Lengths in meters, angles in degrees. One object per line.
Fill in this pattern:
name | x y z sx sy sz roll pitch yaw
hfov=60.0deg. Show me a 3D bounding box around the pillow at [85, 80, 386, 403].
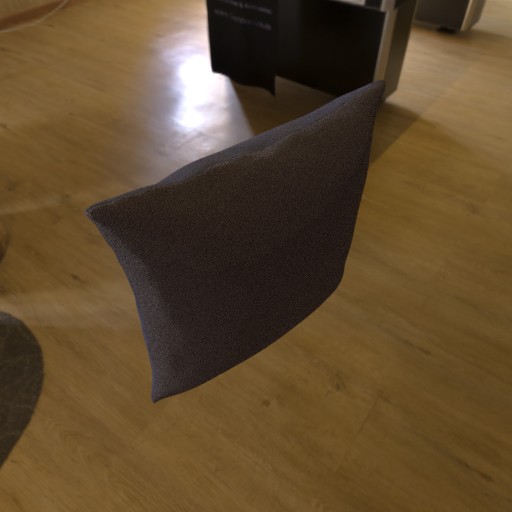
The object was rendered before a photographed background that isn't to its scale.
pillow | 0.000 0.000 0.692 0.452 0.439 0.204 -30 54 -25
